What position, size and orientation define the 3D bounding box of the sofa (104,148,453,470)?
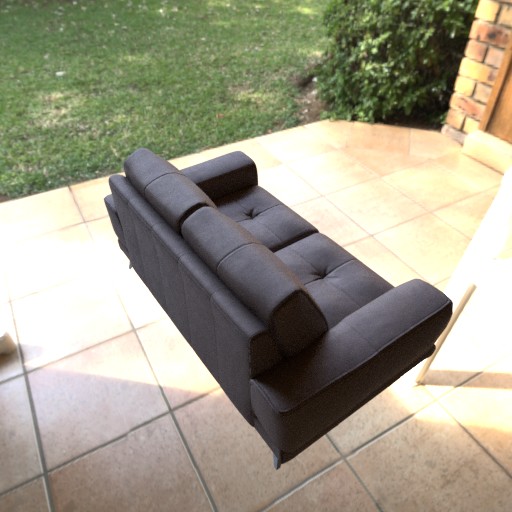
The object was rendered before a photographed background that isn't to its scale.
[{"bbox_3d":[0.000,0.000,2.388,1.018,0.907,1.806,-25,47,-26],"label":"sofa"}]
